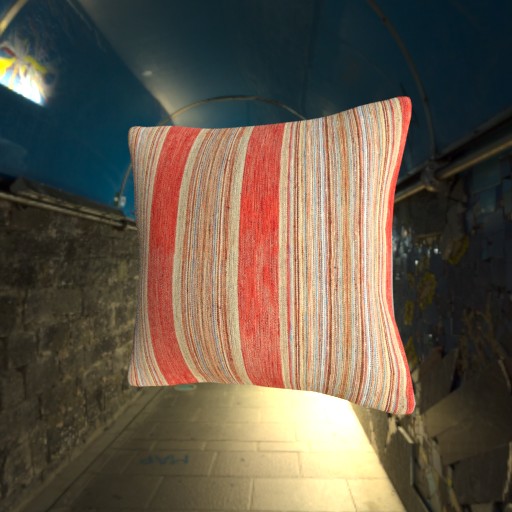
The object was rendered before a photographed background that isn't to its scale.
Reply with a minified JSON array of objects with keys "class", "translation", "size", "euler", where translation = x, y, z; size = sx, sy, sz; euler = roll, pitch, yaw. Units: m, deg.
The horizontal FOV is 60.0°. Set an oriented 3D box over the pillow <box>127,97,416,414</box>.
[{"class":"pillow","translation":[0.000,0.000,0.647],"size":[0.437,0.419,0.136],"euler":[0,-1,18]}]
